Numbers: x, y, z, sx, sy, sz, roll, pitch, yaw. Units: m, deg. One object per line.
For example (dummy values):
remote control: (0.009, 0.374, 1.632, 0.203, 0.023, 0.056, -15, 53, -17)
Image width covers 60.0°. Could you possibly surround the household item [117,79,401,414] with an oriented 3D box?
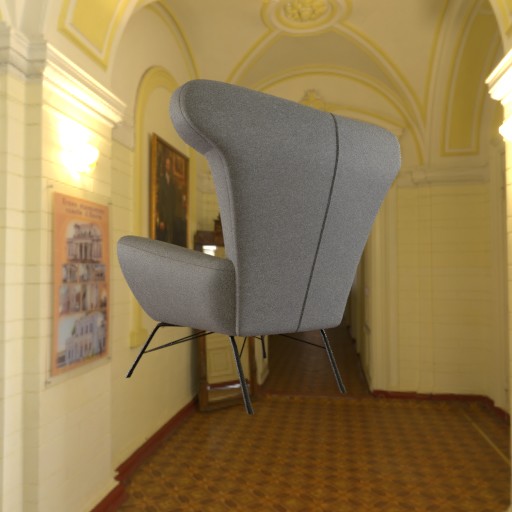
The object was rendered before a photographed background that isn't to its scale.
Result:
household item: (0.000, 0.000, 1.807, 0.980, 1.050, 0.900, 1, -2, -35)
